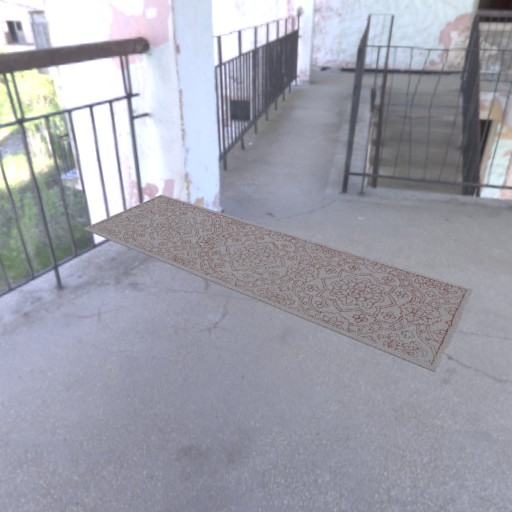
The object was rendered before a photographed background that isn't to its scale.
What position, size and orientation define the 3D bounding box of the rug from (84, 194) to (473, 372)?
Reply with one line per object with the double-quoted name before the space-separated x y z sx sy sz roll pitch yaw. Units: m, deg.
"rug" 0.000 0.000 2.811 2.448 0.012 0.769 19 35 29
